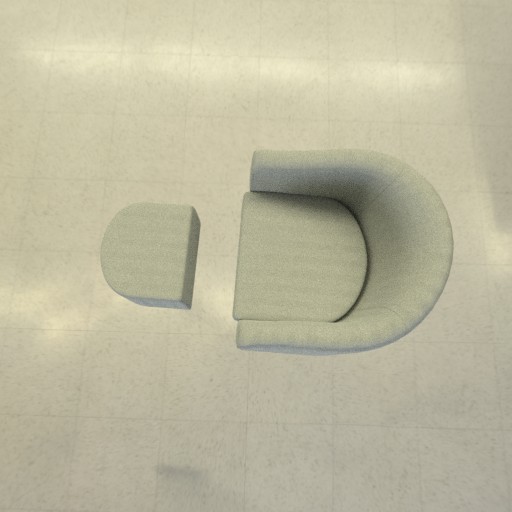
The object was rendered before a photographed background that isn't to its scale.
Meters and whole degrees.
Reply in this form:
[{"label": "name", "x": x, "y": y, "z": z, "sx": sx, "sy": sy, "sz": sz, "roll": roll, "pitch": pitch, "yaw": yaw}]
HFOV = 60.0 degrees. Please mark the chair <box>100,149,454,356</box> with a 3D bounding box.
[{"label": "chair", "x": 0.000, "y": 0.000, "z": 1.796, "sx": 1.288, "sy": 0.757, "sz": 0.756, "roll": 4, "pitch": 76, "yaw": 1}]
